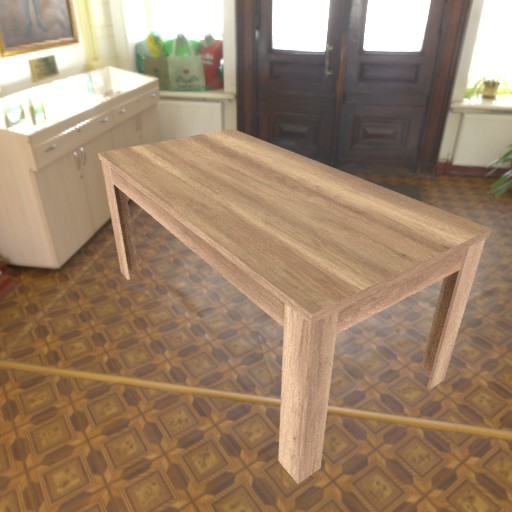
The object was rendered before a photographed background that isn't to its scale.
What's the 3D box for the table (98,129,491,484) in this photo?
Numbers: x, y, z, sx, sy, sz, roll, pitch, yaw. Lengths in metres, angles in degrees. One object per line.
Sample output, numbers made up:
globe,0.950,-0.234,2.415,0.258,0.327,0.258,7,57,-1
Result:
table,0.000,0.000,2.278,0.900,0.790,1.800,-20,36,-30
